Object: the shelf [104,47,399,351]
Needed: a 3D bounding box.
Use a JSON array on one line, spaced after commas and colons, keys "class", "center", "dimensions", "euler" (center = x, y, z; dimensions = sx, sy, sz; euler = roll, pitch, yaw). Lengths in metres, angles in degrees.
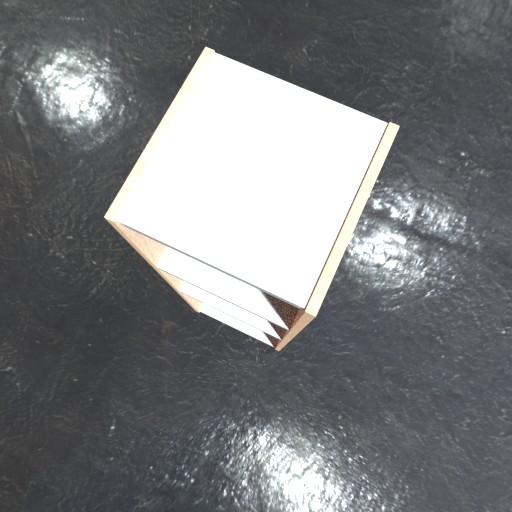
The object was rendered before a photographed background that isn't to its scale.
[{"class": "shelf", "center": [0.000, 0.000, 1.027], "dimensions": [0.300, 0.900, 0.290], "euler": [25, 77, 6]}]
